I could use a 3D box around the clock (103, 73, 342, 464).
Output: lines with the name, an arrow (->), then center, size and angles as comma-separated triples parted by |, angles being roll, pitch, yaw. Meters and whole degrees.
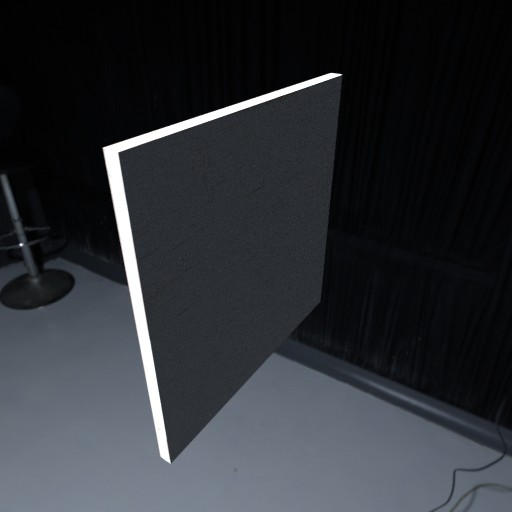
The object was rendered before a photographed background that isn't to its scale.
clock -> 0.000, 0.000, 1.042 | 0.032, 0.705, 0.705 | 20, 37, 29
